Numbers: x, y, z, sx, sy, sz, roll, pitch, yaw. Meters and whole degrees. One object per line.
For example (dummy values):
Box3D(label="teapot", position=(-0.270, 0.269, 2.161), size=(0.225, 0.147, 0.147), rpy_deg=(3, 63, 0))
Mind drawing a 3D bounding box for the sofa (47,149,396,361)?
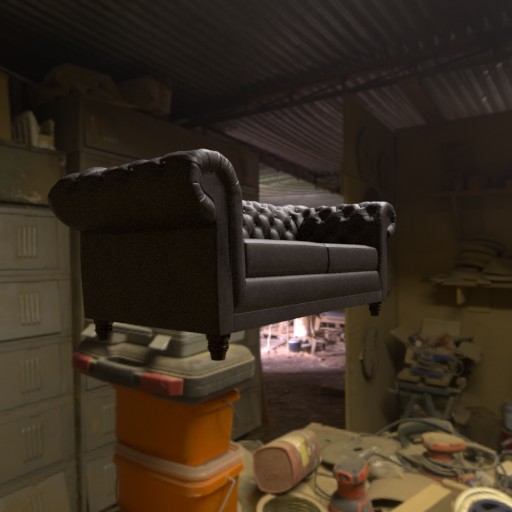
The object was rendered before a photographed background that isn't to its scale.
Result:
Box3D(label="sofa", position=(0.000, 0.000, 2.513), size=(0.944, 0.779, 2.048), rpy_deg=(0, -1, 36))
